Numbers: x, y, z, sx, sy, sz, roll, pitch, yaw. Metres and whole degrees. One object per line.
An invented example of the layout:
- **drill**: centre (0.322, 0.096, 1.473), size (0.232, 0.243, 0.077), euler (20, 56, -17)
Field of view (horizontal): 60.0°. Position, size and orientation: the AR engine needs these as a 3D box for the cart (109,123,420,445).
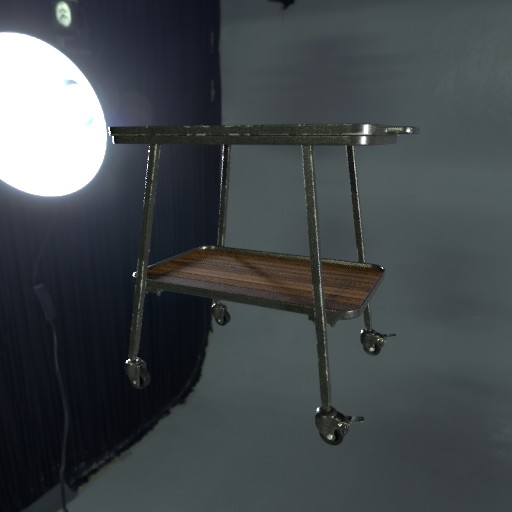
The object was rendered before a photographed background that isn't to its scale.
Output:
- **cart**: centre (0.000, 0.000, 1.254), size (0.806, 0.700, 0.515), euler (7, 16, 24)
